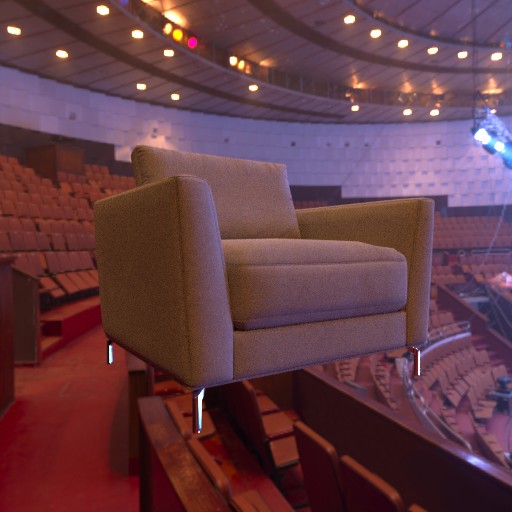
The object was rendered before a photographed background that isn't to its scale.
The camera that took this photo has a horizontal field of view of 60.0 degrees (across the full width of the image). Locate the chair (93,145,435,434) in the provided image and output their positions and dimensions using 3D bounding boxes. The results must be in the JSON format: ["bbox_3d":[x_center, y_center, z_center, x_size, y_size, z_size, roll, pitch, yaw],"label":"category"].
[{"bbox_3d":[0.000,0.000,1.680,1.041,0.864,0.889,-1,2,-34],"label":"chair"}]
